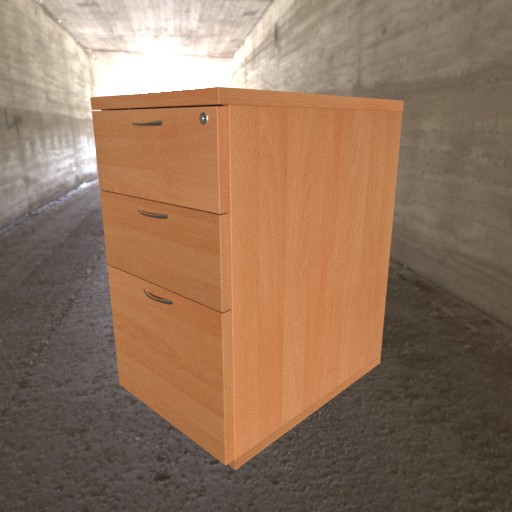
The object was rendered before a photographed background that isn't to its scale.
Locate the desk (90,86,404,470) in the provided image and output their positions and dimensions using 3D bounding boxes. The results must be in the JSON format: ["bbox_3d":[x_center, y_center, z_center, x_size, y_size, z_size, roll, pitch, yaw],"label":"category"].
[{"bbox_3d":[0.000,0.000,1.092,0.404,0.730,0.600,16,23,42],"label":"desk"}]
